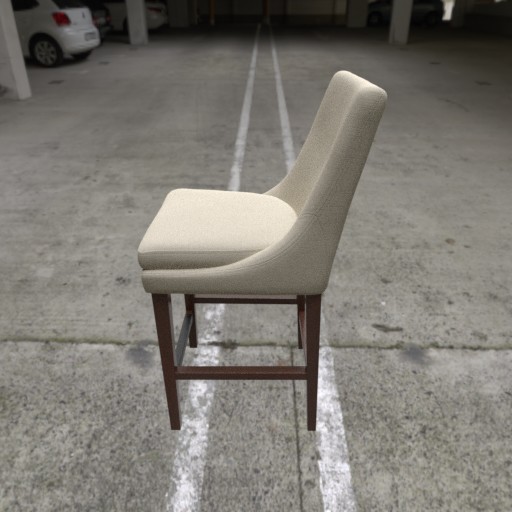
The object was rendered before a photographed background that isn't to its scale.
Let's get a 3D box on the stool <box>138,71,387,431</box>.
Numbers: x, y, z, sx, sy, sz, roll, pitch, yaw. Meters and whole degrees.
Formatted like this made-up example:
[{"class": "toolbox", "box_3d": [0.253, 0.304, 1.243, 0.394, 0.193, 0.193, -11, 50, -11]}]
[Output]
[{"class": "stool", "box_3d": [0.000, 0.000, 1.305, 0.577, 0.981, 0.470, 0, 27, 1]}]
